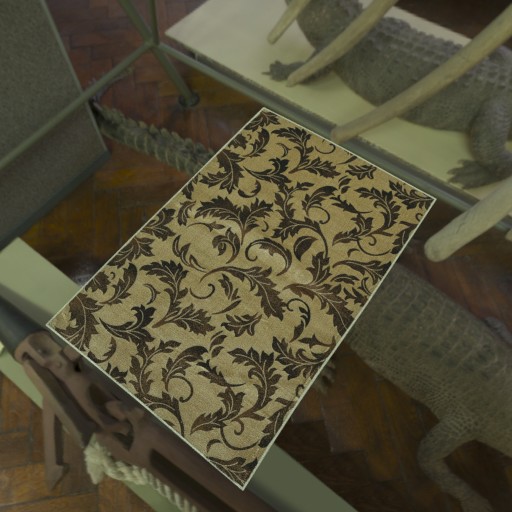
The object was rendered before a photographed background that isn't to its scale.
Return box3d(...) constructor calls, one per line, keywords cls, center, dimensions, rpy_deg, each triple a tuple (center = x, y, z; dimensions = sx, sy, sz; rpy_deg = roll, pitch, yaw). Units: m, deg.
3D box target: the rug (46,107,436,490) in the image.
box3d(cls="rug", center=(0.000, 0.000, 2.923), dimensions=(1.522, 0.008, 2.284), rpy_deg=(33, 67, 16))
